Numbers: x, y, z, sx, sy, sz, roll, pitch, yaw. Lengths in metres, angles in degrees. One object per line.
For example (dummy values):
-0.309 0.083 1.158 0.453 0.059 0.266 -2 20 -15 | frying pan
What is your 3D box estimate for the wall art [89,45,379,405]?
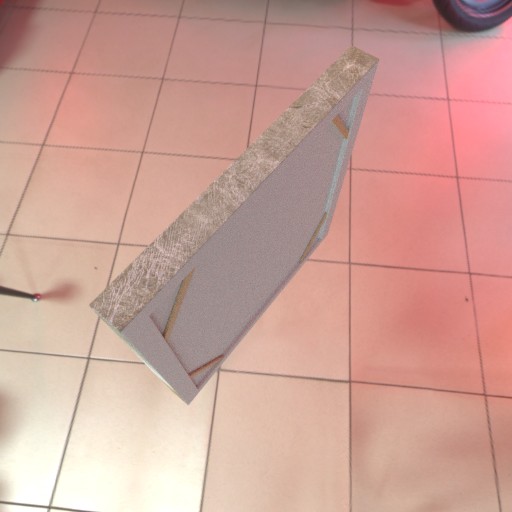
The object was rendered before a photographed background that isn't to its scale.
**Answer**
0.000 0.000 0.618 0.038 0.407 0.405 35 69 16 | wall art
